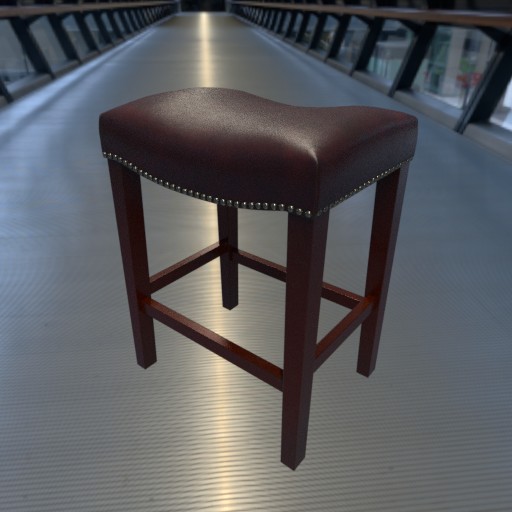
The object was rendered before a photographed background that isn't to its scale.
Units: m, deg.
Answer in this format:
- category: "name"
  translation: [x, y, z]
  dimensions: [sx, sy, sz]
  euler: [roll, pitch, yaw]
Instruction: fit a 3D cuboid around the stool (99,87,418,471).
- category: "stool"
  translation: [0.000, 0.000, 0.980]
  dimensions: [0.504, 0.657, 0.372]
  euler: [21, 35, 33]
